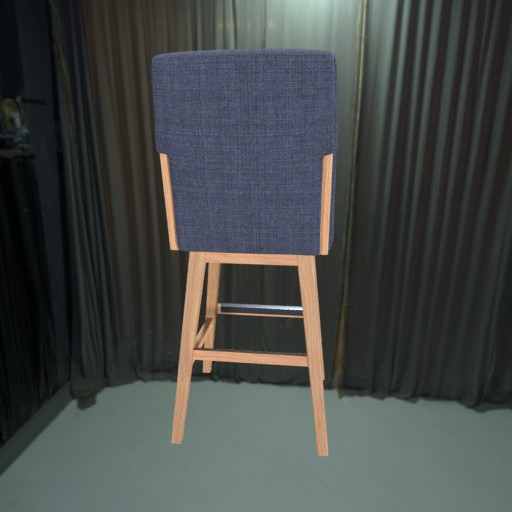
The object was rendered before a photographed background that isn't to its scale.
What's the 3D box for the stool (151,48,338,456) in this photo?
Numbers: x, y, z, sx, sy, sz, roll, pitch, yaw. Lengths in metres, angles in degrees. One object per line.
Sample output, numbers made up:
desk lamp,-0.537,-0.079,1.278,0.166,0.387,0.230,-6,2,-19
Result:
stool,0.000,0.000,1.389,0.483,1.112,0.570,2,16,7
